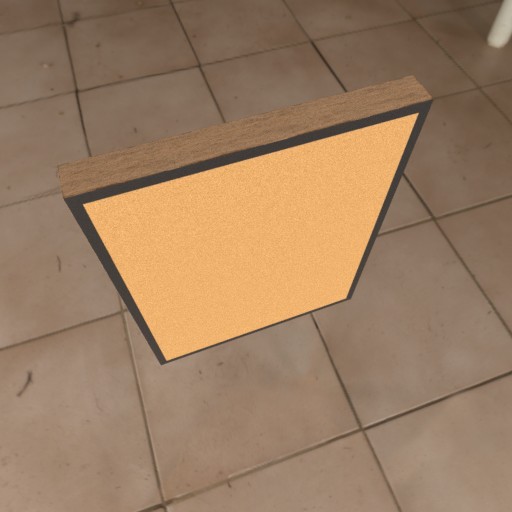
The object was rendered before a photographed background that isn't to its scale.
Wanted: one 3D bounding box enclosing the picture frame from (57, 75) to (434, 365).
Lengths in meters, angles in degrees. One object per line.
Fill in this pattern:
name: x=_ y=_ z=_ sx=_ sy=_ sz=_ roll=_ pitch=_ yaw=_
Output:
picture frame: x=0.000 y=0.000 z=0.709 sx=0.421 sy=0.526 sz=0.046 roll=-18 pitch=60 yaw=-10
